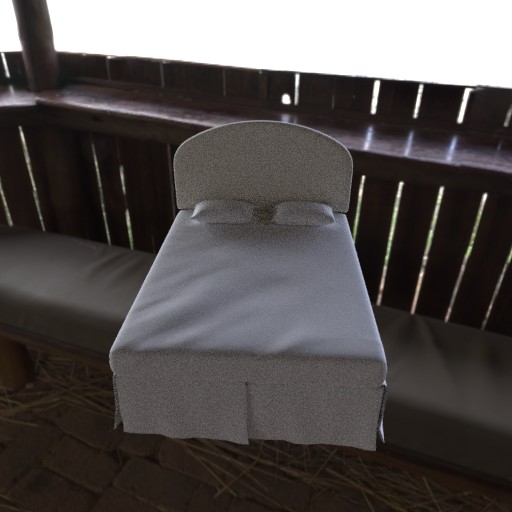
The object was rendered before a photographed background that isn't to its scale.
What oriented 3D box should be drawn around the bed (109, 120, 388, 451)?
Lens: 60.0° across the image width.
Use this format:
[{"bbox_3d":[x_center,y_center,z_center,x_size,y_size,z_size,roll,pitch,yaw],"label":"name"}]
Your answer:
[{"bbox_3d":[0.000,0.000,3.104,1.607,1.410,2.005,2,30,3],"label":"bed"}]
